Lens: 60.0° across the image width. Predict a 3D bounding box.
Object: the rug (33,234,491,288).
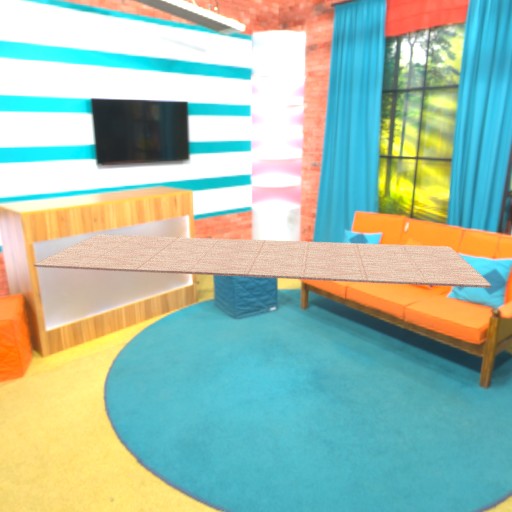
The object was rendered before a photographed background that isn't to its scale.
[{"bbox_3d":[0.000,0.000,2.674,2.435,0.015,0.760,2,16,8],"label":"rug"}]
